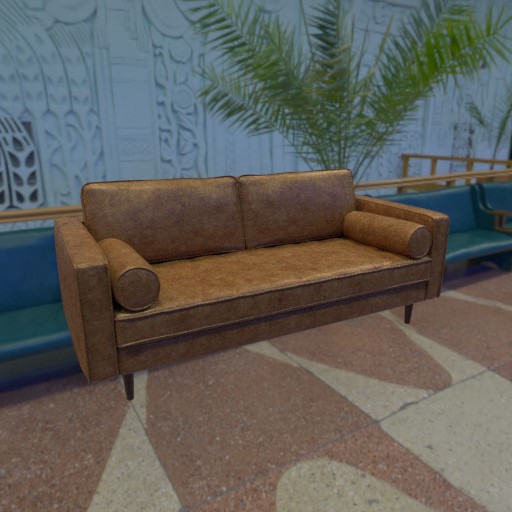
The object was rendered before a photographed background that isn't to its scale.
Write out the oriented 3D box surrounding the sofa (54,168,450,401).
[{"bbox_3d":[0.000,0.000,2.380,1.920,0.825,0.924,-8,18,-27],"label":"sofa"}]
